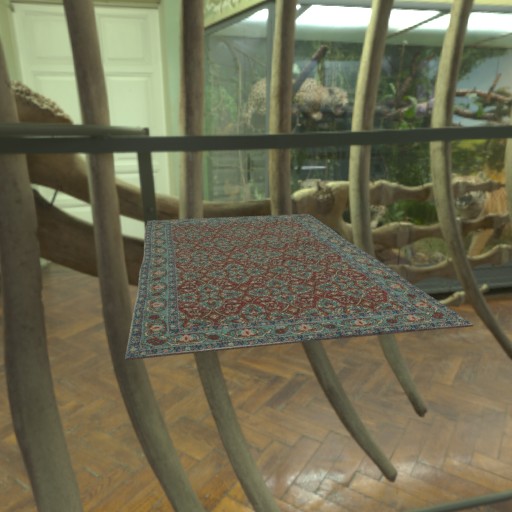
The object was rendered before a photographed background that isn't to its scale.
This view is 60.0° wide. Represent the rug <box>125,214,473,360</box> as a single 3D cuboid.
[{"bbox_3d":[0.000,0.000,3.003,1.533,0.011,2.439,-3,18,-11],"label":"rug"}]
